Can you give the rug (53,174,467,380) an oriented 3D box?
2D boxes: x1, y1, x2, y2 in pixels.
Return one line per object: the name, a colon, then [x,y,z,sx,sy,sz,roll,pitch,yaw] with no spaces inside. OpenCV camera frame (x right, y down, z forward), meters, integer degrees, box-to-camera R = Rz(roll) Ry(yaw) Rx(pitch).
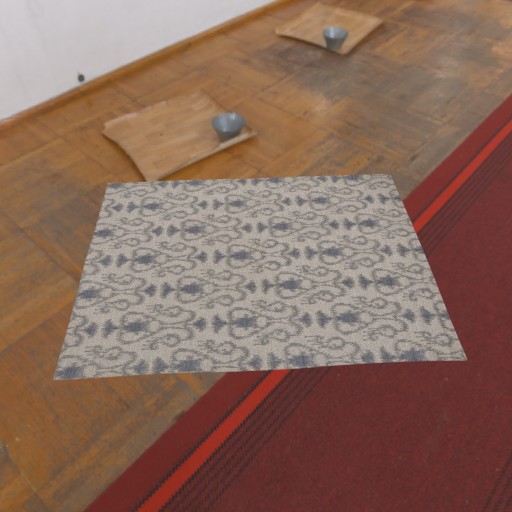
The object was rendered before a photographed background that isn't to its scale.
rug: [0.000,0.000,2.965,2.261,0.013,1.676,-2,48,-2]
